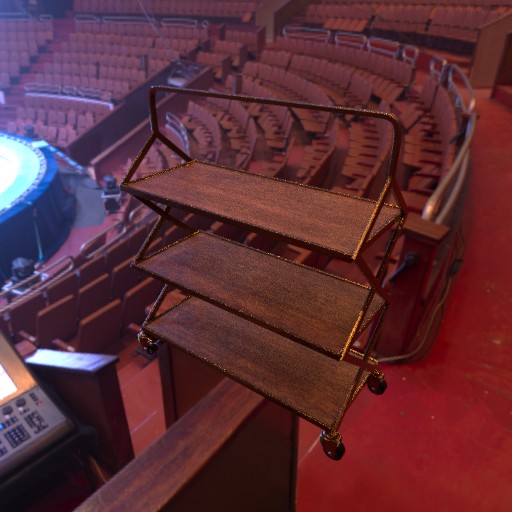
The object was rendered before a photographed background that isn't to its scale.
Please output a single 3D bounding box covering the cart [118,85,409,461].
[{"bbox_3d":[0.000,0.000,1.181,0.723,0.805,0.313,19,34,31],"label":"cart"}]
